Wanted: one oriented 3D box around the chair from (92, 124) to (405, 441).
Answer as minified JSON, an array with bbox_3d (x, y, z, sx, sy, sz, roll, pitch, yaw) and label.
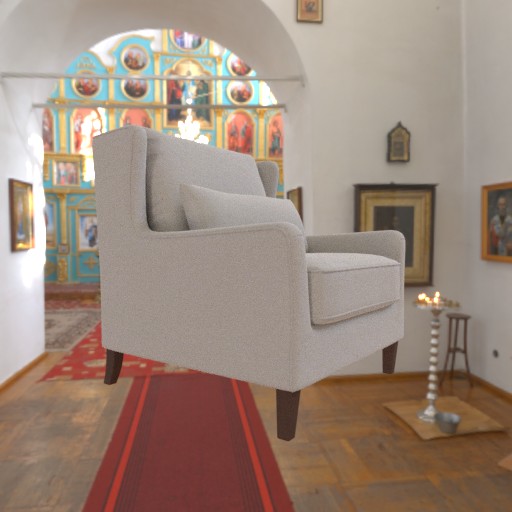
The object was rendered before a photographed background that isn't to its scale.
[{"bbox_3d":[0.000,0.000,1.901,1.040,1.056,0.982,1,2,37],"label":"chair"}]
